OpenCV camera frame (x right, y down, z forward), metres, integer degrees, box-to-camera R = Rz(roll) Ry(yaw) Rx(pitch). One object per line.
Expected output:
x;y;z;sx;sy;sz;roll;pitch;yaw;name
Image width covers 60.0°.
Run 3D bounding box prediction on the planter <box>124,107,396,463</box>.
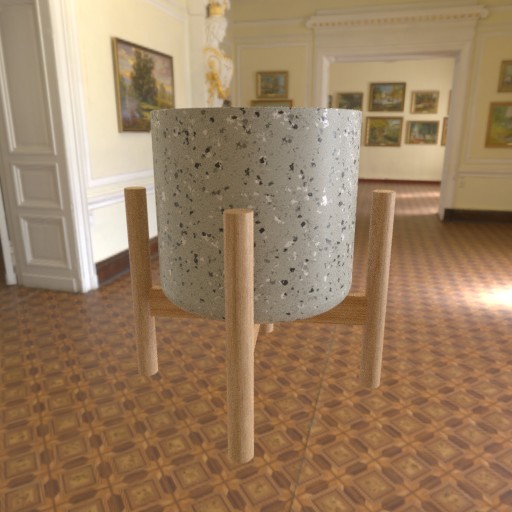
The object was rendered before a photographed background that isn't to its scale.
0.000;0.000;0.519;0.284;0.320;0.284;8;18;27;planter
